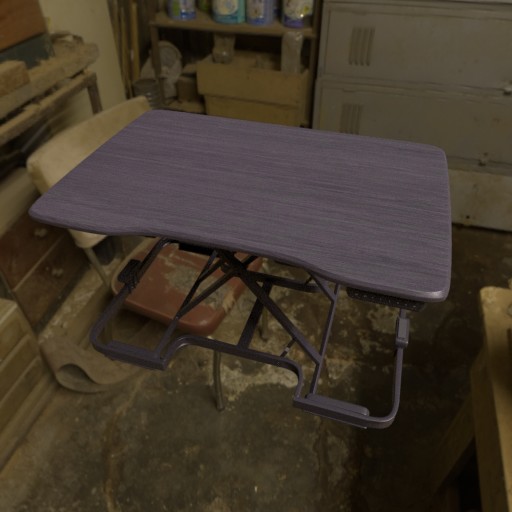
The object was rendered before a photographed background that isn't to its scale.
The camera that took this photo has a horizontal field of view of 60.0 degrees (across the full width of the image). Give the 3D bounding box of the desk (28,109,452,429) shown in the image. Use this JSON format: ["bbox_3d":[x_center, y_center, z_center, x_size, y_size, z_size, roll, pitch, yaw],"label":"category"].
[{"bbox_3d":[0.000,0.000,1.130,0.820,0.470,0.546,11,42,13],"label":"desk"}]
